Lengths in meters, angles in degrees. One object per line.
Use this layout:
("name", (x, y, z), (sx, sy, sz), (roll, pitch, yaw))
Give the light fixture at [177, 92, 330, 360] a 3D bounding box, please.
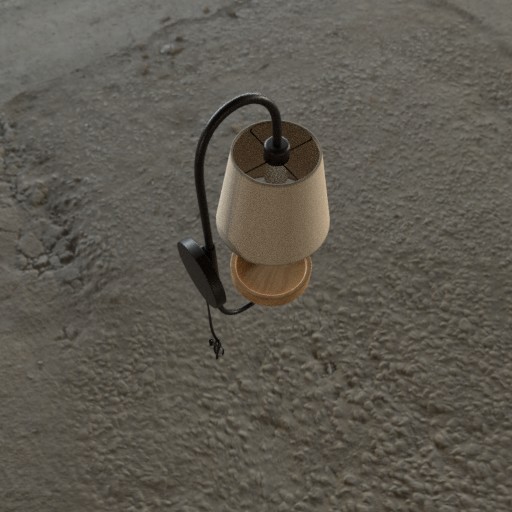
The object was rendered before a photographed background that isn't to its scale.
("light fixture", (0.000, 0.000, 0.934), (0.299, 0.821, 0.220), (-30, 62, -18))
